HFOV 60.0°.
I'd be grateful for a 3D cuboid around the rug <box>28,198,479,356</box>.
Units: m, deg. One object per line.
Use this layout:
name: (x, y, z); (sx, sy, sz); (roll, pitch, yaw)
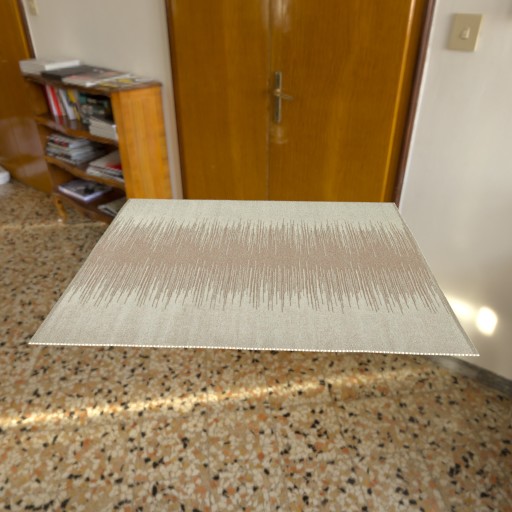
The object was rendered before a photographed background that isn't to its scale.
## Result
rug: (0.000, 0.000, 4.013); (3.048, 0.013, 2.438); (1, 31, 2)
